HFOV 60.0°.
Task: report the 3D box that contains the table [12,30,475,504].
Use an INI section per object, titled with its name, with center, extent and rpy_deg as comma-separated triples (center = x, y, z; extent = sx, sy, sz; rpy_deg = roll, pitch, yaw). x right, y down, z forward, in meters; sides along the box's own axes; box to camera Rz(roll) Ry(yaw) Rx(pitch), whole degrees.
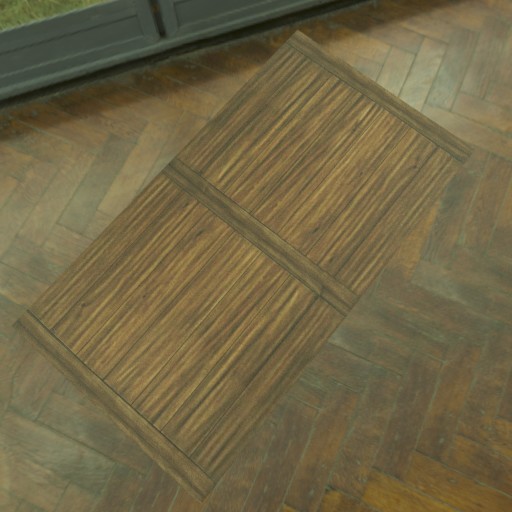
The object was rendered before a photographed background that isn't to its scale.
[table]
center = 0.000, 0.000, 2.374
extent = 1.071, 0.793, 1.966
rpy_deg = 39, 78, 10
